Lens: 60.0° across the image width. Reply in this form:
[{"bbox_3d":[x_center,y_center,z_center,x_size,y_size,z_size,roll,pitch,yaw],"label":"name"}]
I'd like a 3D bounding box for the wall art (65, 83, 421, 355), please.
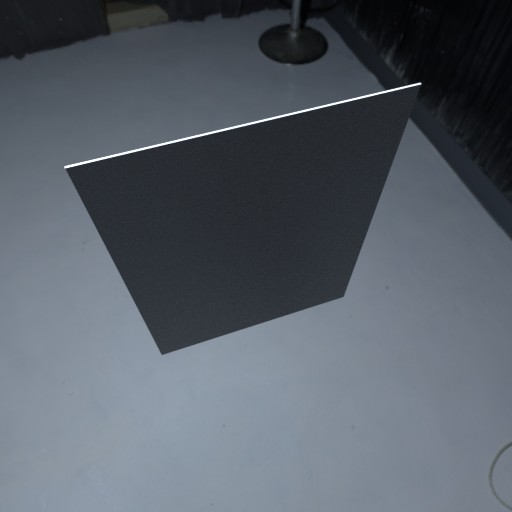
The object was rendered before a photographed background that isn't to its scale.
[{"bbox_3d":[0.000,0.000,0.798,0.457,0.609,0.003,-16,59,-10],"label":"wall art"}]
